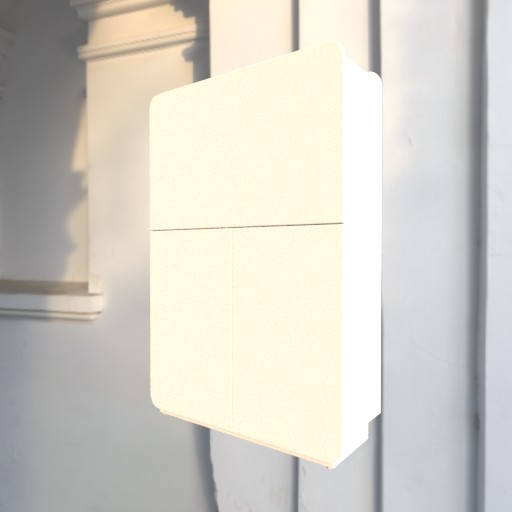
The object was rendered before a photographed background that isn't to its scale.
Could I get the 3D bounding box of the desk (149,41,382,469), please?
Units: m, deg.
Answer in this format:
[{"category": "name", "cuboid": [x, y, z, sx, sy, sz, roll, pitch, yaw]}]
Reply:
[{"category": "desk", "cuboid": [0.000, 0.000, 1.546, 0.795, 1.190, 0.278, 1, 1, 37]}]
